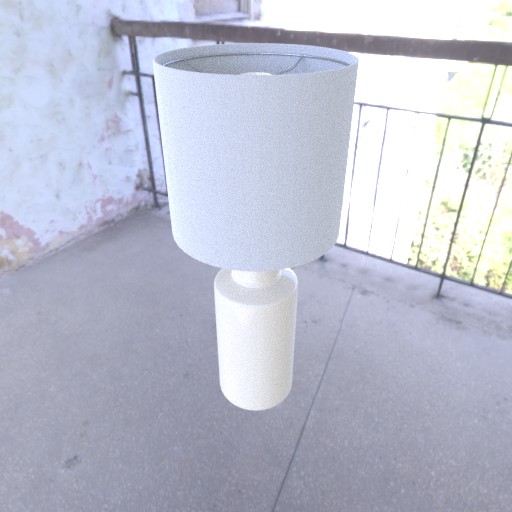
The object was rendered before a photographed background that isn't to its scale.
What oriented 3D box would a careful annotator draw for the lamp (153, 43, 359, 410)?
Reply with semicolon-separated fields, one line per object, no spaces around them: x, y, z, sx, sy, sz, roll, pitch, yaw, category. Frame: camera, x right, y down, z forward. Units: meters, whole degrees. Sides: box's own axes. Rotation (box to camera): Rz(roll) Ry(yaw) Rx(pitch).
0.000;0.000;0.594;0.212;0.493;0.212;20;37;28;lamp
